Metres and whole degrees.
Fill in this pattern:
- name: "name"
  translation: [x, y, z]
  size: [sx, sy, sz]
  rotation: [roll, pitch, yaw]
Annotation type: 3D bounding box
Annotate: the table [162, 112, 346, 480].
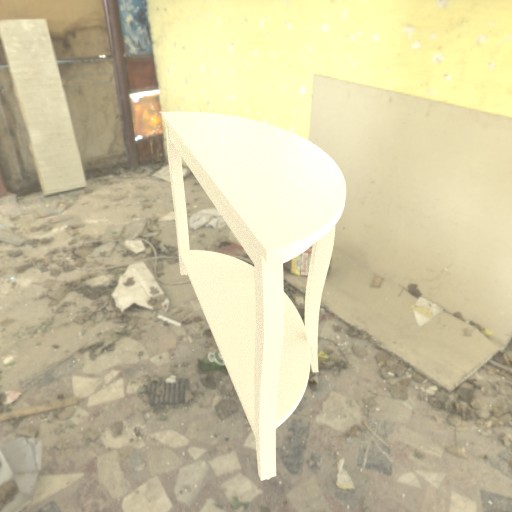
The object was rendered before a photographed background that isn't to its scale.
- name: "table"
  translation: [0.000, 0.000, 1.594]
  size: [0.394, 0.780, 1.219]
  rotation: [-10, 32, -17]
